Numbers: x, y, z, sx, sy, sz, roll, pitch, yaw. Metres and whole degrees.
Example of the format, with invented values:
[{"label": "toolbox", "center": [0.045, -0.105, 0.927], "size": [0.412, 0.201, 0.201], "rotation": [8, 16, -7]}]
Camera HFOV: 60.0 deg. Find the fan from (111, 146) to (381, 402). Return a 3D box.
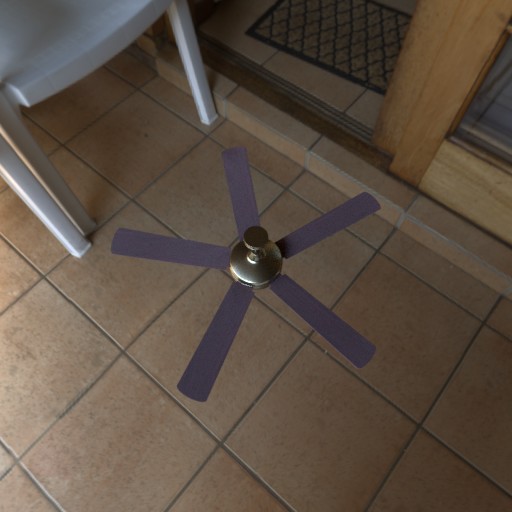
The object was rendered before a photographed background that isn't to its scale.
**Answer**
[{"label": "fan", "center": [0.000, 0.000, 2.016], "size": [1.321, 0.356, 1.321], "rotation": [31, 68, 15]}]
